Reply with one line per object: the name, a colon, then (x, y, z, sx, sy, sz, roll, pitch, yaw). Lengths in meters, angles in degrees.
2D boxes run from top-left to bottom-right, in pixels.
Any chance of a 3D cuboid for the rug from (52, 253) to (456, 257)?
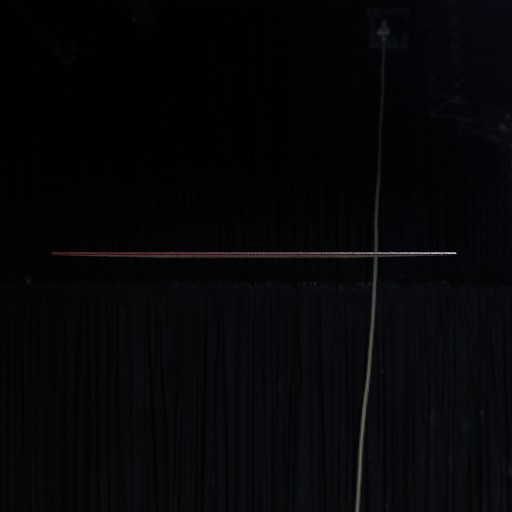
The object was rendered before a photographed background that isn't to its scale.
rug: (0.000, 0.000, 4.131, 2.387, 0.013, 3.053, 0, 0, 1)
